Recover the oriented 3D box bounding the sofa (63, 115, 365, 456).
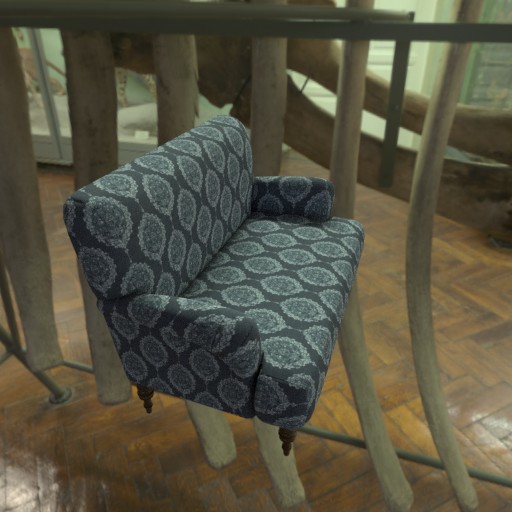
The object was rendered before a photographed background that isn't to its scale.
[{"bbox_3d":[0.000,0.000,1.831,0.779,0.867,1.297,10,32,17],"label":"sofa"}]
